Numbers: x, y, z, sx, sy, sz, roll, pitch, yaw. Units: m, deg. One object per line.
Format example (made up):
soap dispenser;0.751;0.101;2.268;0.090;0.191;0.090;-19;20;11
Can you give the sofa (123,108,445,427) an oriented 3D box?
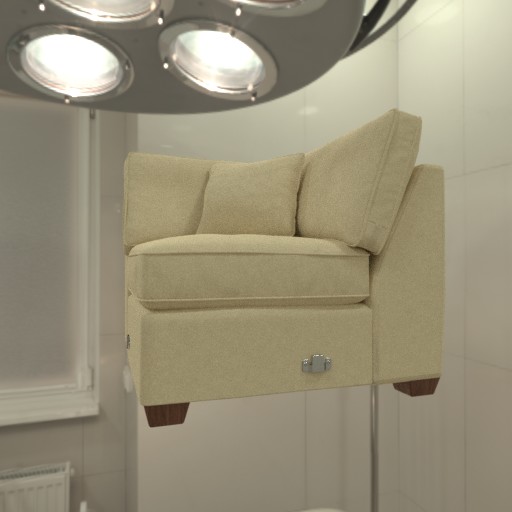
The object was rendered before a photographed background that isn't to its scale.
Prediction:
sofa;0.000;0.000;1.912;1.084;1.002;1.146;0;-1;-19
